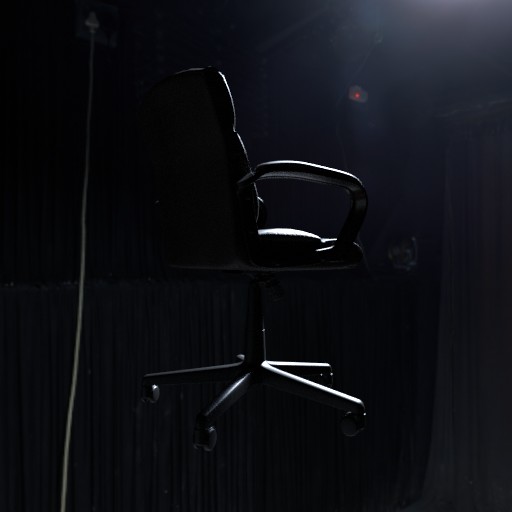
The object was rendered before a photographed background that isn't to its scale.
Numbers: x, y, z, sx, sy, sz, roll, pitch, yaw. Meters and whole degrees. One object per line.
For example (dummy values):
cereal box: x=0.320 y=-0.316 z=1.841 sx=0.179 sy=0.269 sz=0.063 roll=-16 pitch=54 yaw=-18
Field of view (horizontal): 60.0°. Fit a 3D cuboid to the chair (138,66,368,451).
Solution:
chair: x=0.000 y=0.000 z=1.464 sx=0.717 sy=1.004 sz=0.739 roll=0 pitch=0 yaw=-36
